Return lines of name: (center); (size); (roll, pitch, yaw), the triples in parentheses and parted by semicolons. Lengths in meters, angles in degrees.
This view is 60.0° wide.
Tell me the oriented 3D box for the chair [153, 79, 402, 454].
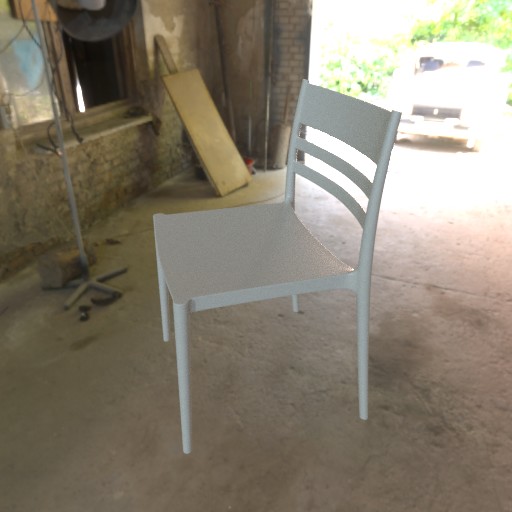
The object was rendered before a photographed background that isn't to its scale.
chair: (0.000, 0.000, 1.164); (0.511, 0.800, 0.531); (-8, 30, -14)
